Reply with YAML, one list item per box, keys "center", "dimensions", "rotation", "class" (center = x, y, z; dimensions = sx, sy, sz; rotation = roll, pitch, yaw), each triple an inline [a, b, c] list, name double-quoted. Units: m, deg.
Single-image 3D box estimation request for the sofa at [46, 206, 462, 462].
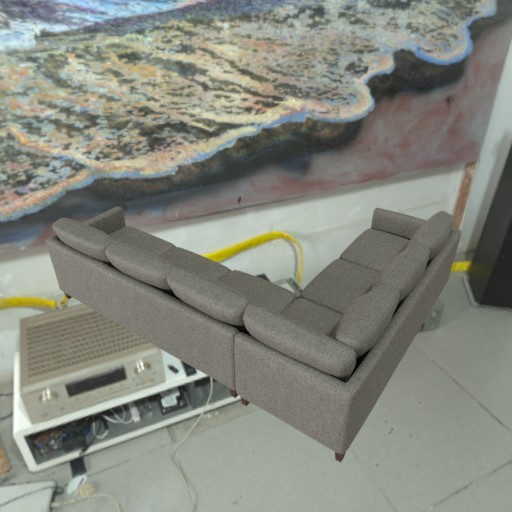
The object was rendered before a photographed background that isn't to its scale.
- center: [0.000, 0.000, 4.496]
  dimensions: [3.302, 0.947, 2.593]
  rotation: [21, 39, 29]
  class: "sofa"
